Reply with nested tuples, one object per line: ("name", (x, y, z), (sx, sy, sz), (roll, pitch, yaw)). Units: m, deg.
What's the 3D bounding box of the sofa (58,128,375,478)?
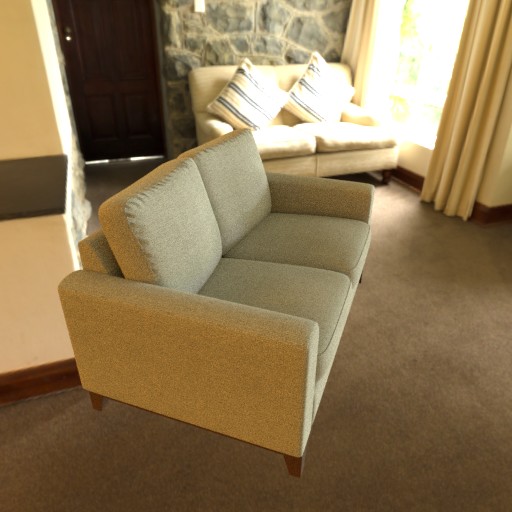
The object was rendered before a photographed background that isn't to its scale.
("sofa", (0.000, 0.000, 2.010), (0.917, 0.873, 1.420), (10, 30, 18))
